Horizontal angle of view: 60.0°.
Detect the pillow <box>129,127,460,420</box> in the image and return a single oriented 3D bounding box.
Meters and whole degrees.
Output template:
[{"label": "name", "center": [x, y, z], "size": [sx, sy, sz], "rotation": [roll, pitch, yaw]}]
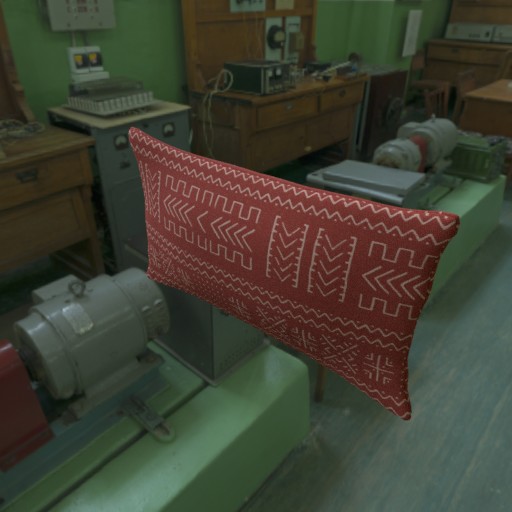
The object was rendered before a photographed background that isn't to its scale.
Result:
[{"label": "pillow", "center": [0.000, 0.000, 0.784], "size": [0.640, 0.352, 0.130], "rotation": [23, 38, 33]}]
